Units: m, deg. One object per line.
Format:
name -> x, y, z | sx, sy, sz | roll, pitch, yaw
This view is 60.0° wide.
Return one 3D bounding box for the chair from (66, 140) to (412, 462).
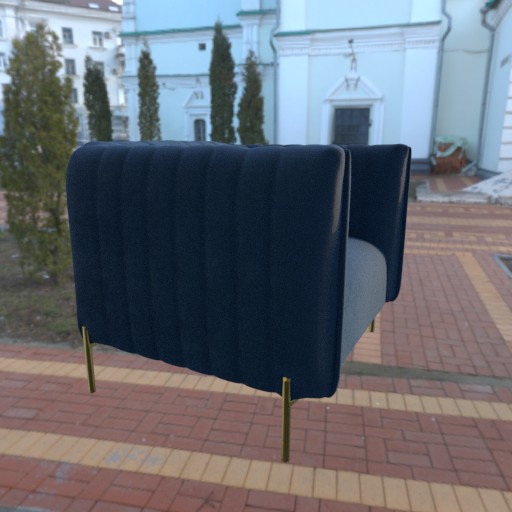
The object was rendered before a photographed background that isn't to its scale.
chair -> 0.000, 0.000, 1.565 | 0.877, 0.793, 0.947 | 7, 16, 27
